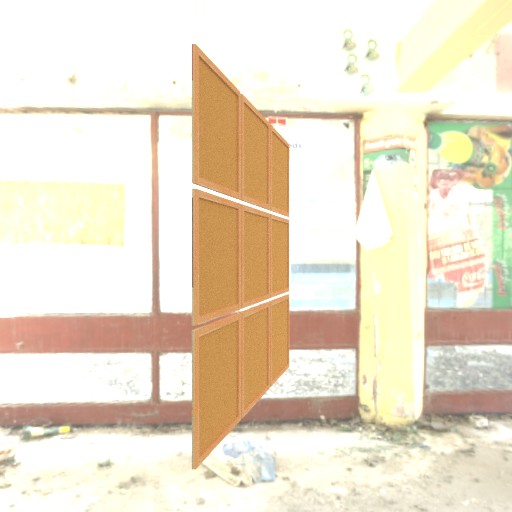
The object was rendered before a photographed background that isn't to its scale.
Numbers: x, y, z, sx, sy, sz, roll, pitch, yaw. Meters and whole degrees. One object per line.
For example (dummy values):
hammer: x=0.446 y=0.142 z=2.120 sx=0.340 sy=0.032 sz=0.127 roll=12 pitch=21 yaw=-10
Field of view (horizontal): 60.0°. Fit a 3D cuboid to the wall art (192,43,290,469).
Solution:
wall art: x=0.000 y=0.000 z=1.850 sx=0.013 sy=1.220 sz=1.216 roll=0 pitch=0 yaw=17
